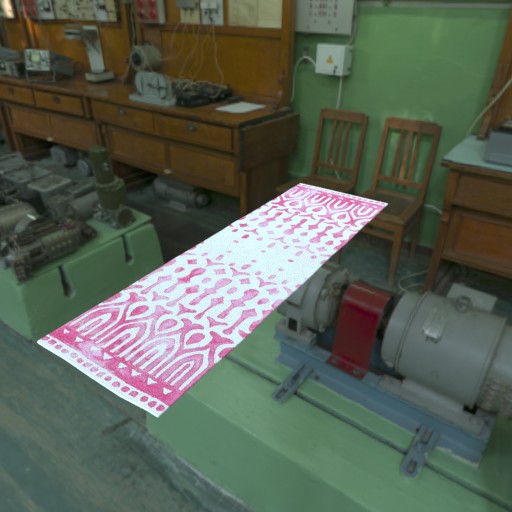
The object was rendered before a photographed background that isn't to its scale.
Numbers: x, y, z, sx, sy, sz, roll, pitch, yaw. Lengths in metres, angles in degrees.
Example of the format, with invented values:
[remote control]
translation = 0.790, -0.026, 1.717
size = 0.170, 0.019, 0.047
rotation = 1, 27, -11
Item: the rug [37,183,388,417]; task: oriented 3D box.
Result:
[rug]
translation = 0.000, 0.000, 2.739
size = 0.787, 0.011, 2.458
rotation = 20, 36, 30
